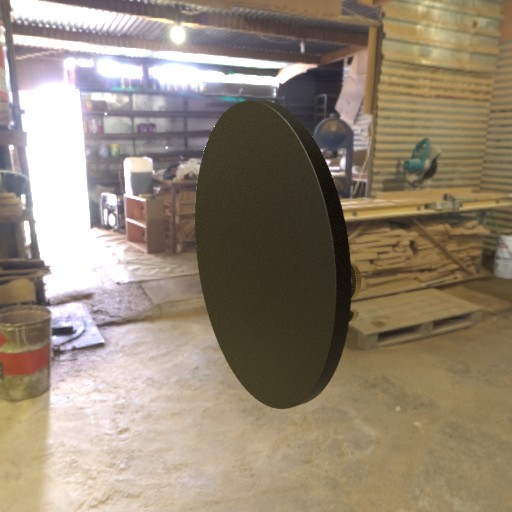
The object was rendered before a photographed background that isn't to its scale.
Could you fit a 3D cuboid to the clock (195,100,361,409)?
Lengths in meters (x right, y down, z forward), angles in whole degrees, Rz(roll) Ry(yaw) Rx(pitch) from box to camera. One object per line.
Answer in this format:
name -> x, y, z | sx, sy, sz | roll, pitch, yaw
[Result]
clock -> 0.000, 0.000, 0.686 | 0.038, 0.454, 0.454 | -7, 16, -26
